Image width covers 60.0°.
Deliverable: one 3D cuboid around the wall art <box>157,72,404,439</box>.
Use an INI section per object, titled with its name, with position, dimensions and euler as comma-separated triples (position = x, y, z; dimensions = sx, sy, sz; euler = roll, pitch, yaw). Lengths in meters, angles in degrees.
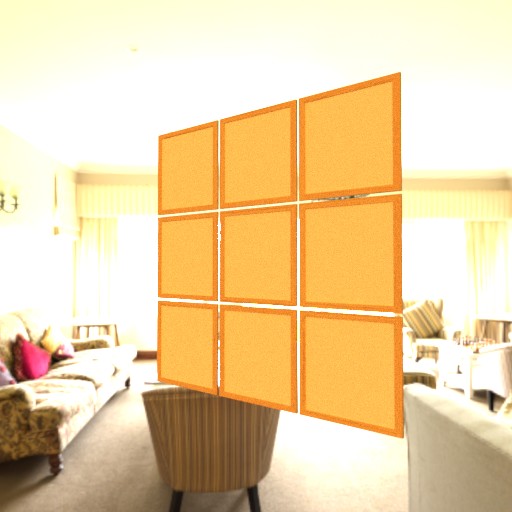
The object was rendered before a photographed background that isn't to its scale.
[wall art]
position = 0.000, 0.000, 2.297
dimensions = 1.517, 1.523, 0.013
euler = -1, -2, 37
